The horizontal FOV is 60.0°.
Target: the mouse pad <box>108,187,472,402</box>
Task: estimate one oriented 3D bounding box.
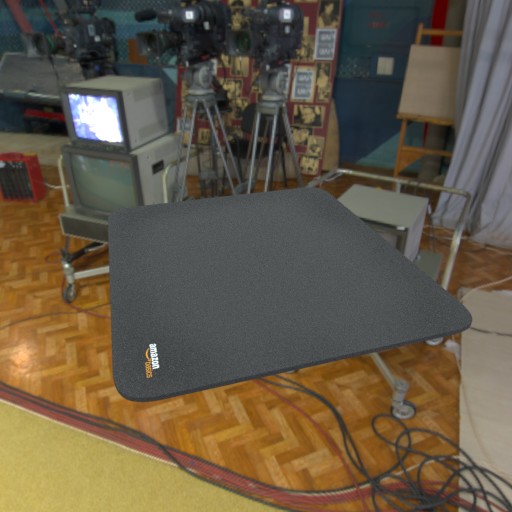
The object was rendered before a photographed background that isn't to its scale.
[{"bbox_3d":[0.000,0.000,0.320,0.203,0.003,0.229,-9,31,-15],"label":"mouse pad"}]
